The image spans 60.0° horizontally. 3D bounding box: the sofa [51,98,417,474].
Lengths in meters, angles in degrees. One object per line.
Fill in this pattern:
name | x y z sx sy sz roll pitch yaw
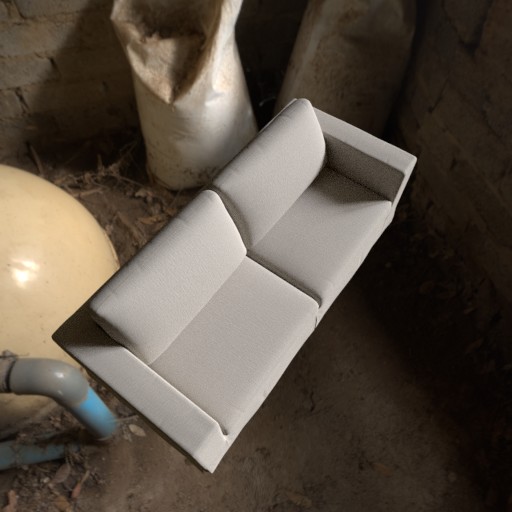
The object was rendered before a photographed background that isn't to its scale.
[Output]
sofa | 0.000 0.000 2.633 0.954 0.881 2.163 32 64 18
